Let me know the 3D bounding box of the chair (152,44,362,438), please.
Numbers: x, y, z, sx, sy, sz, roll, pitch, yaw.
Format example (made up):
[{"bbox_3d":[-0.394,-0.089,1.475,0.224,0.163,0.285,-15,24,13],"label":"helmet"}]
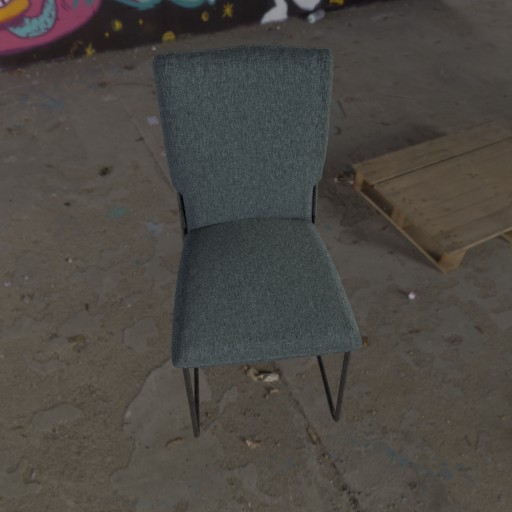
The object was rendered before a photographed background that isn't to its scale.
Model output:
[{"bbox_3d":[0.000,0.000,1.244,0.480,0.931,0.635,-5,46,-5],"label":"chair"}]
